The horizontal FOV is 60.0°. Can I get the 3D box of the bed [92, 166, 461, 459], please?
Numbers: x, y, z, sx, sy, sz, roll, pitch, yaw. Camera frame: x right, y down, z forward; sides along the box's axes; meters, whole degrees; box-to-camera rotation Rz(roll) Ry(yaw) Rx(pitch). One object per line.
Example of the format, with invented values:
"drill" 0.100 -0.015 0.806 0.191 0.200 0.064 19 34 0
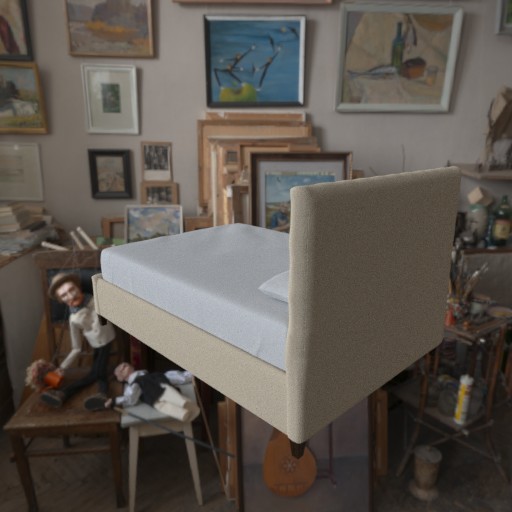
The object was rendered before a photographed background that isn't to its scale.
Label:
"bed" 0.000 0.000 3.488 1.698 1.427 2.387 -15 22 -42
